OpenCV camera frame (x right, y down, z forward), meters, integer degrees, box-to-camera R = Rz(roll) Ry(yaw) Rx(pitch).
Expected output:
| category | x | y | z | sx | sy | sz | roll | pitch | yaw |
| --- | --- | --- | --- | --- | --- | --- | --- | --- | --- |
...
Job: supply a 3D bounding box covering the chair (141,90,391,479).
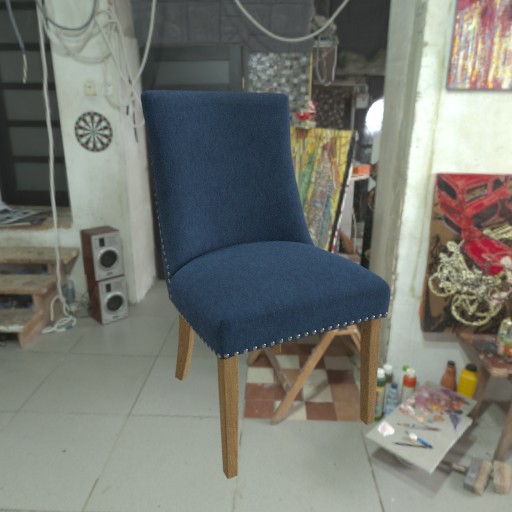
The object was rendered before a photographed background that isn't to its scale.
| category | x | y | z | sx | sy | sz | roll | pitch | yaw |
| --- | --- | --- | --- | --- | --- | --- | --- | --- | --- |
| chair | 0.000 | 0.000 | 1.263 | 0.495 | 0.902 | 0.610 | -9 | 20 | -26 |
